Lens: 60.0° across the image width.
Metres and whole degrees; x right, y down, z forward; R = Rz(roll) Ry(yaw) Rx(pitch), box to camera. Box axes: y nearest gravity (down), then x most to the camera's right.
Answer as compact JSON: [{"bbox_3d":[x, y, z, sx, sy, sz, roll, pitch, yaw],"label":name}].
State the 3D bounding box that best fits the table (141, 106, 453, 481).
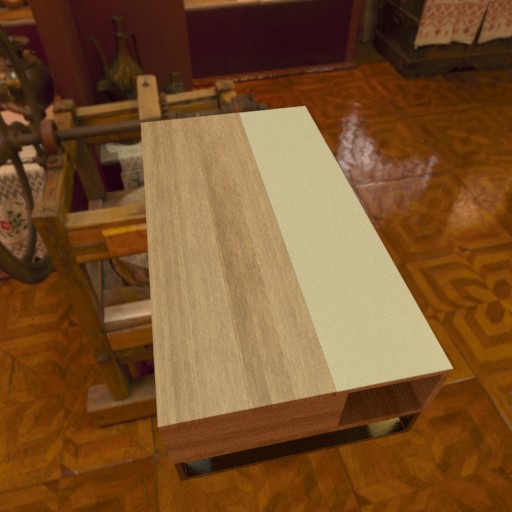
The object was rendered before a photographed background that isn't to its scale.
[{"bbox_3d":[0.000,0.000,1.361,0.600,0.350,1.100,-9,48,-8],"label":"table"}]
